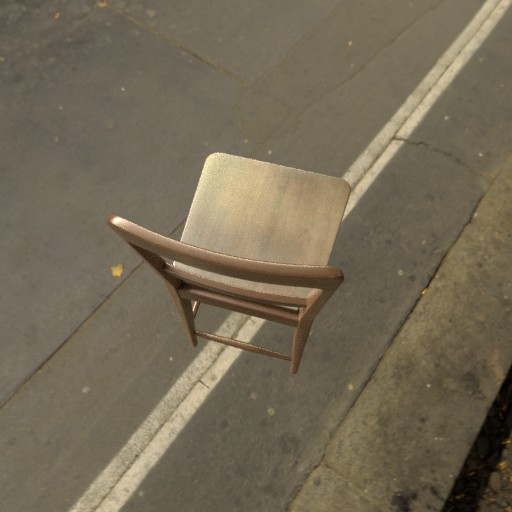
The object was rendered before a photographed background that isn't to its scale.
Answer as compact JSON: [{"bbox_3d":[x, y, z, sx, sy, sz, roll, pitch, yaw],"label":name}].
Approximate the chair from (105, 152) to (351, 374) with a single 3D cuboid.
[{"bbox_3d":[0.000,0.000,1.305,0.450,0.991,0.546,14,64,7],"label":"chair"}]
